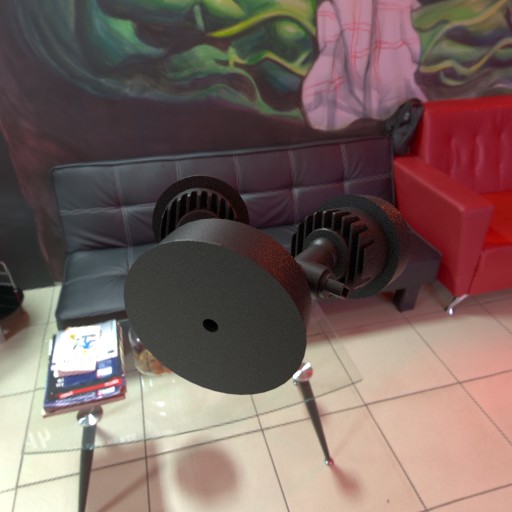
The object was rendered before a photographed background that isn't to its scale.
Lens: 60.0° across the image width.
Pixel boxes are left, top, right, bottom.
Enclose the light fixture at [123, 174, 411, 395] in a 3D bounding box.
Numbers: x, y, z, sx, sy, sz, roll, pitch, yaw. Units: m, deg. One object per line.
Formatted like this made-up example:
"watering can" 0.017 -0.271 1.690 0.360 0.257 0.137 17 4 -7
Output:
"light fixture" 0.000 0.000 0.317 0.213 0.120 0.168 10 34 15
